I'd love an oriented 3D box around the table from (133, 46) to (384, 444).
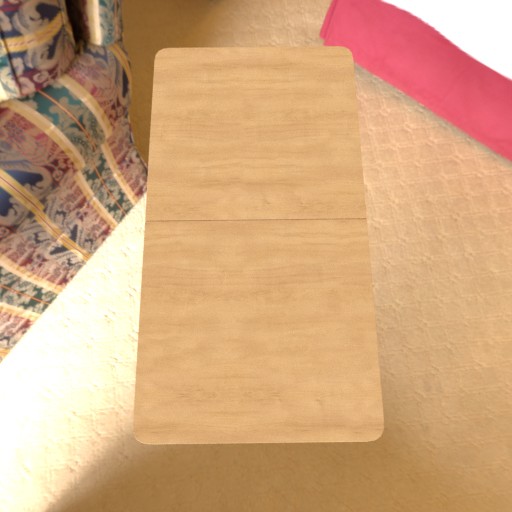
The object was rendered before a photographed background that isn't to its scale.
[{"bbox_3d":[0.000,0.000,1.930,0.750,0.900,1.400,-1,74,0],"label":"table"}]
